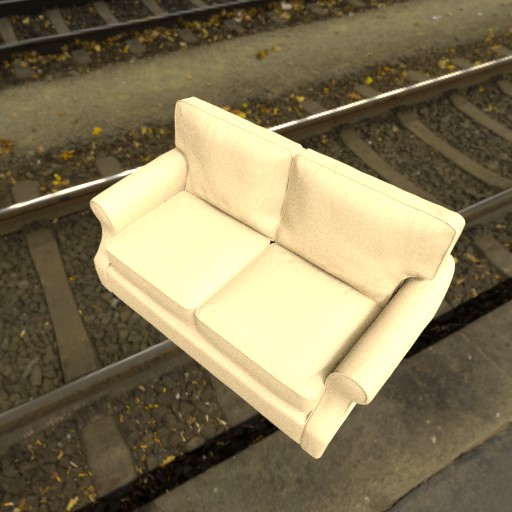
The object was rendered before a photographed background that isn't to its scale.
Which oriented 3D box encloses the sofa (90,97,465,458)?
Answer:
[{"bbox_3d":[0.000,0.000,2.177,1.665,0.937,0.964,32,55,26],"label":"sofa"}]
